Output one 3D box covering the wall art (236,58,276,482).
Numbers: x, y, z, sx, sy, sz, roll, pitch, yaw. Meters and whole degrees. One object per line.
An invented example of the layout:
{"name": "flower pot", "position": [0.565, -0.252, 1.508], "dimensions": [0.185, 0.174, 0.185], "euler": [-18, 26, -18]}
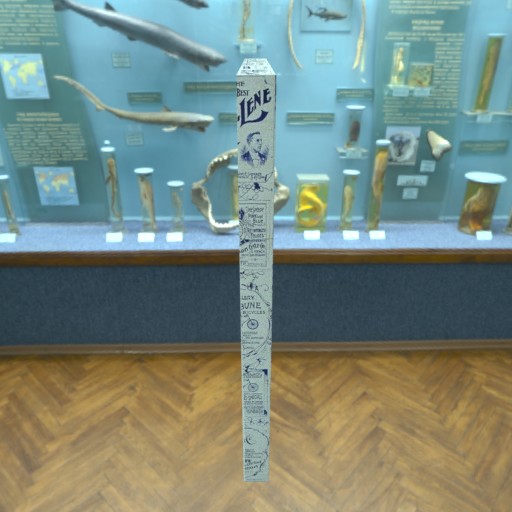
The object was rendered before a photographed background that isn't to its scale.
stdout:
{"name": "wall art", "position": [0.000, 0.000, 0.473], "dimensions": [0.025, 0.376, 0.255], "euler": [0, 26, 0]}
